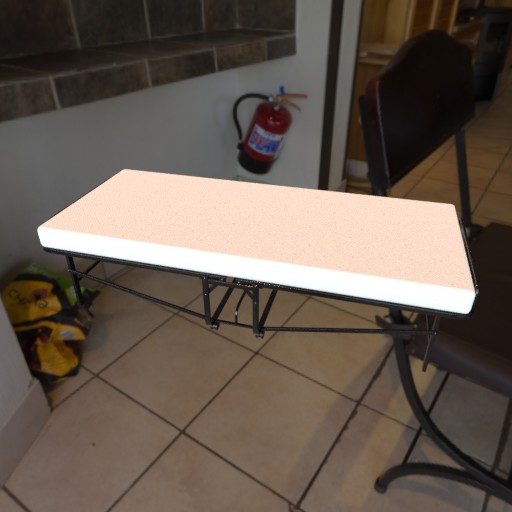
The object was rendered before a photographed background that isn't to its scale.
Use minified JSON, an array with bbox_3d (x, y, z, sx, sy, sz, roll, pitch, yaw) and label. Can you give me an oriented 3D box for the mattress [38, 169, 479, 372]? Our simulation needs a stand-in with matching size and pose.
[{"bbox_3d":[0.000,0.000,2.509,2.153,0.519,0.922,8,33,13],"label":"mattress"}]
